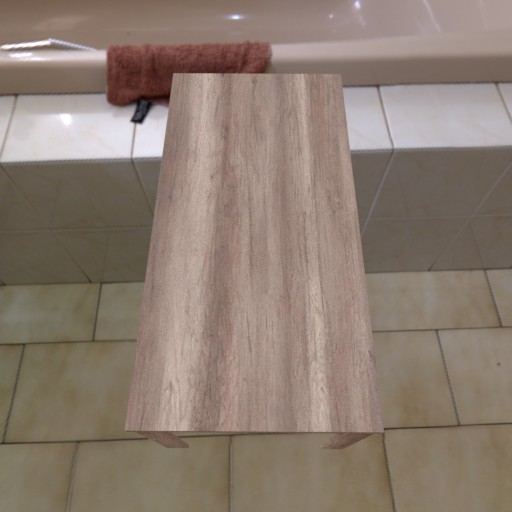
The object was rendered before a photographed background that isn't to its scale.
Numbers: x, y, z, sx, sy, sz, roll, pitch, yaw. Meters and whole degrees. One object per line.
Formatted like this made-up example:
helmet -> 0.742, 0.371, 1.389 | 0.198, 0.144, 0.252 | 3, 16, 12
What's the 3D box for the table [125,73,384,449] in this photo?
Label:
table -> 0.000, 0.000, 2.307 | 0.900, 0.790, 1.800 | 0, 62, 0
